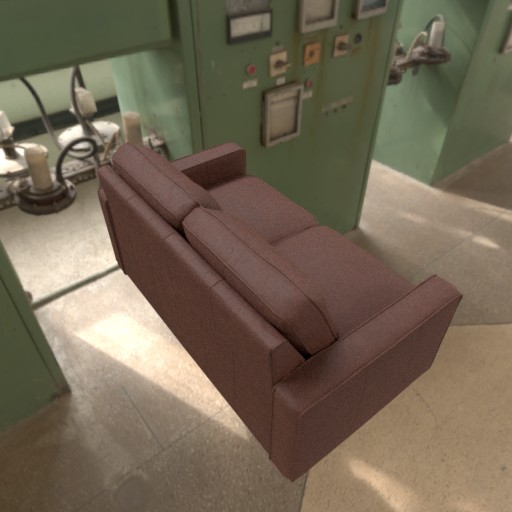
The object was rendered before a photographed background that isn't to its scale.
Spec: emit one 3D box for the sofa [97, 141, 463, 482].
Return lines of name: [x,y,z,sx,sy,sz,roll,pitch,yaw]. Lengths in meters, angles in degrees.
sofa: [0.000,0.000,2.237,0.947,0.918,1.709,-27,48,-27]
